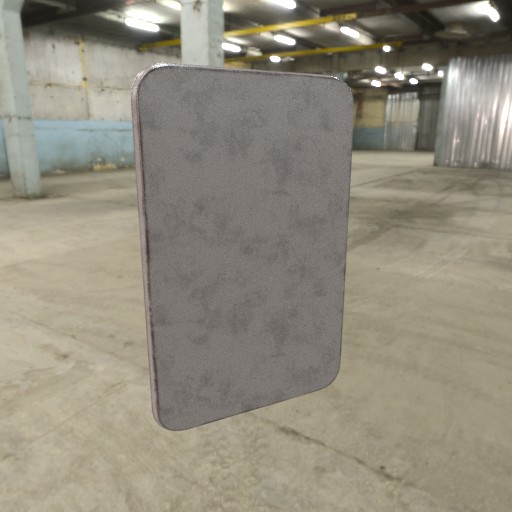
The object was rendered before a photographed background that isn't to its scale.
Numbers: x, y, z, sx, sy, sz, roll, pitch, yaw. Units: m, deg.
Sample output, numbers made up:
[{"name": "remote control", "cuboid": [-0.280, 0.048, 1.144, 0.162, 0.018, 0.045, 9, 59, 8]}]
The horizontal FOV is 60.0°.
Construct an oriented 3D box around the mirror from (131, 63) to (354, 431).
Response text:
[{"name": "mirror", "cuboid": [0.000, 0.000, 0.908, 0.461, 0.713, 0.024, -7, 17, -26]}]
